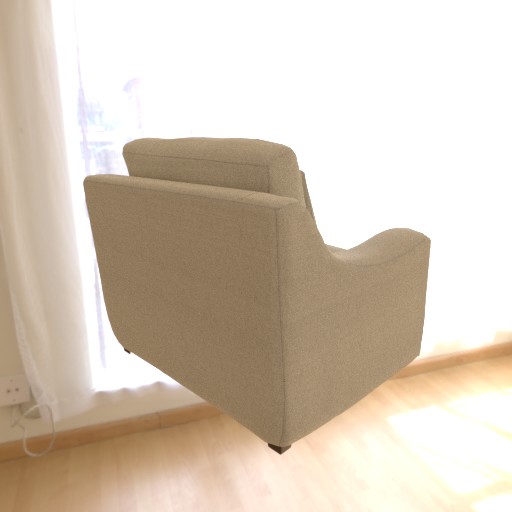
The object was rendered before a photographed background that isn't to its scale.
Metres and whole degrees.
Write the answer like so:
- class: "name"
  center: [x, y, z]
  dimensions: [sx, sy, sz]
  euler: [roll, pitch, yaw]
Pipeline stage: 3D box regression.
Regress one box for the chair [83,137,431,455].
- class: "chair"
  center: [0.000, 0.000, 1.955]
  dimensions: [1.009, 1.016, 1.178]
  euler: [-15, 21, -43]
